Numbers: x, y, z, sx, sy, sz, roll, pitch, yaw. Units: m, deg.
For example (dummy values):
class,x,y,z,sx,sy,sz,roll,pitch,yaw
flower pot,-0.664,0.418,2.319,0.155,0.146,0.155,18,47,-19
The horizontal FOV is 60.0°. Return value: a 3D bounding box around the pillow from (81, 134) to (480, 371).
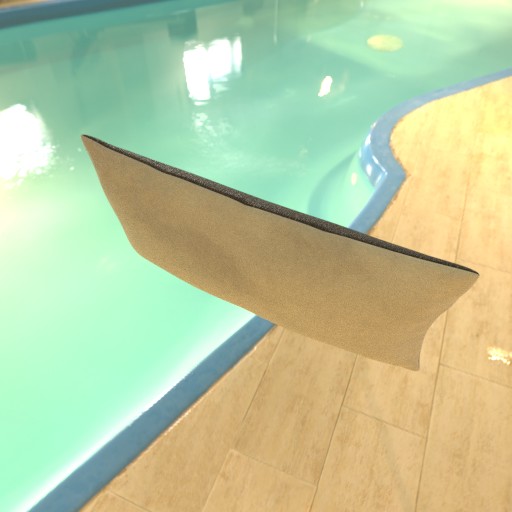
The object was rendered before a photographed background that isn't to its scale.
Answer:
class,x,y,z,sx,sy,sz,roll,pitch,yaw
pillow,0.000,0.000,0.728,0.608,0.305,0.156,22,51,19
